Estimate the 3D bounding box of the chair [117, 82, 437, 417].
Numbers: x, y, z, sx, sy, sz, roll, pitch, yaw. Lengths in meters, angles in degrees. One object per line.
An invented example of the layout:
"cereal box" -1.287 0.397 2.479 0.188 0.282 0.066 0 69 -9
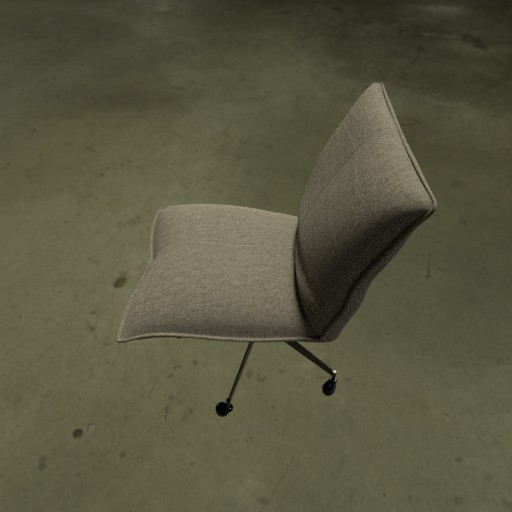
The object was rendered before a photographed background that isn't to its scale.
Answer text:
"chair" 0.000 0.000 1.279 0.696 0.811 0.597 2 43 2
